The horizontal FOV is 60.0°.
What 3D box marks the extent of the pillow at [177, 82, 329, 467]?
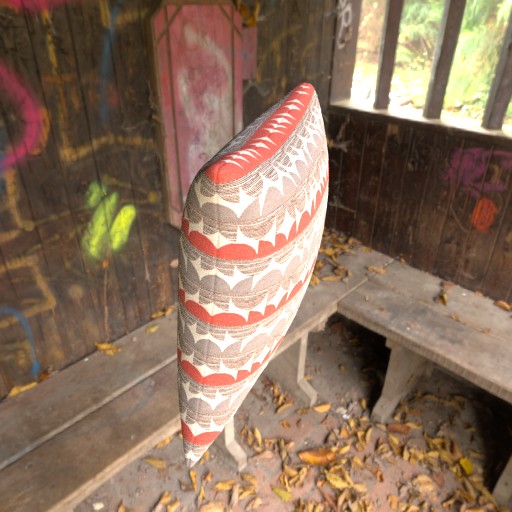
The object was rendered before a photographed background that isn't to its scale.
[{"bbox_3d":[0.000,0.000,0.635,0.180,0.410,0.420,8,32,14],"label":"pillow"}]
